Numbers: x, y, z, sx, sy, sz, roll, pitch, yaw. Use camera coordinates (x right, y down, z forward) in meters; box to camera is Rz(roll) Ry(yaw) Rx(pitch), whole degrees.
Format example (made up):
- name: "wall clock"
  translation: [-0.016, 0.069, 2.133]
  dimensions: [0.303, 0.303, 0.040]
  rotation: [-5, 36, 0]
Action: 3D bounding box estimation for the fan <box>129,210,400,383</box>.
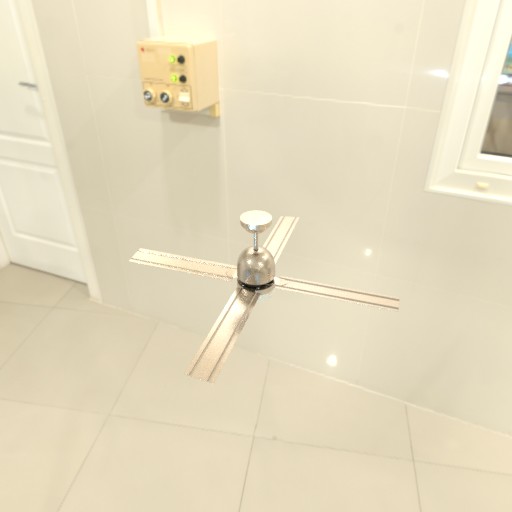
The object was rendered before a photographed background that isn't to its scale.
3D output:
- name: "fan"
  translation: [0.000, 0.000, 2.088]
  dimensions: [1.346, 0.406, 1.346]
  rotation: [9, 34, 14]
